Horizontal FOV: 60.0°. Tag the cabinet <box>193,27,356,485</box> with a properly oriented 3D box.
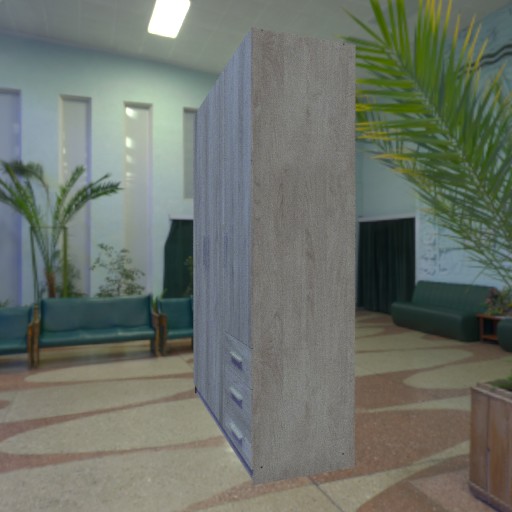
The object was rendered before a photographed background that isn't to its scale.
[{"bbox_3d":[0.000,0.000,2.533,0.510,1.910,1.290,0,0,-19],"label":"cabinet"}]
